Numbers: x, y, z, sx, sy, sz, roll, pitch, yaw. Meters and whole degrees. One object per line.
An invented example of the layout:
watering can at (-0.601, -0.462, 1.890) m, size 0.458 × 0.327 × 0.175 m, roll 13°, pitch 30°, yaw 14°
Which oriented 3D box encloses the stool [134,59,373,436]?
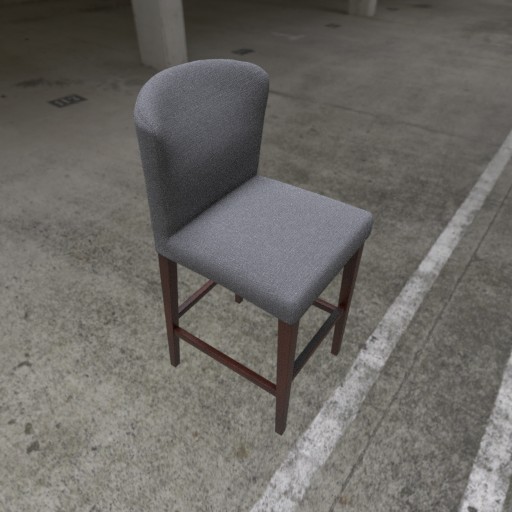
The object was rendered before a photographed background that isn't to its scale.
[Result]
stool at (0.000, 0.000, 1.412) m, size 0.568 × 1.069 × 0.486 m, roll 25°, pitch 46°, yaw 26°
